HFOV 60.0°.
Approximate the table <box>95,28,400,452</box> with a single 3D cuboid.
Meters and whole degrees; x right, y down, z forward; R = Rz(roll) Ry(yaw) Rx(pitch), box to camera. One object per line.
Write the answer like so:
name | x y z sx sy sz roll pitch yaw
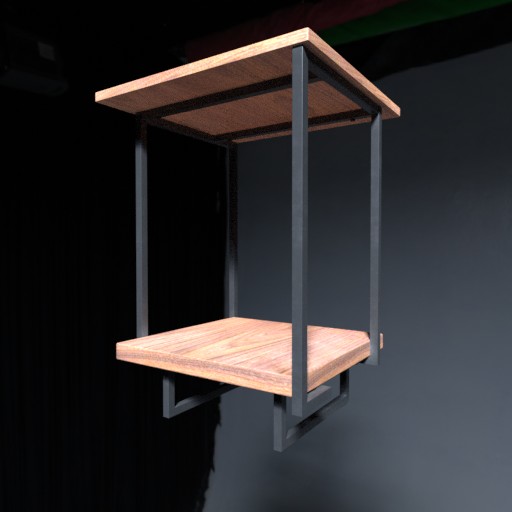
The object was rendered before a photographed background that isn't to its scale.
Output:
table | 0.000 0.000 0.816 0.411 0.567 0.384 1 2 34
